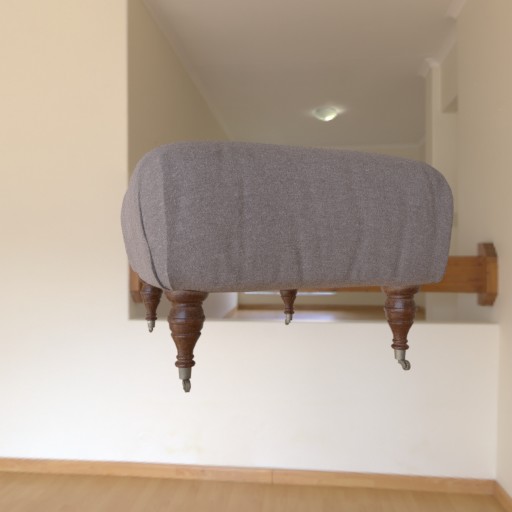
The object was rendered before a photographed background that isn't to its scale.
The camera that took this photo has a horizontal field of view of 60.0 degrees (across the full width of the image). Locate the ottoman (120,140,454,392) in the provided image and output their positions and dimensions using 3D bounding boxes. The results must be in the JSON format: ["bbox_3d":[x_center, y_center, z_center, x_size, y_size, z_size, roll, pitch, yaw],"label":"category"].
[{"bbox_3d":[0.000,0.000,1.096,0.622,0.450,0.747,0,0,-19],"label":"ottoman"}]
